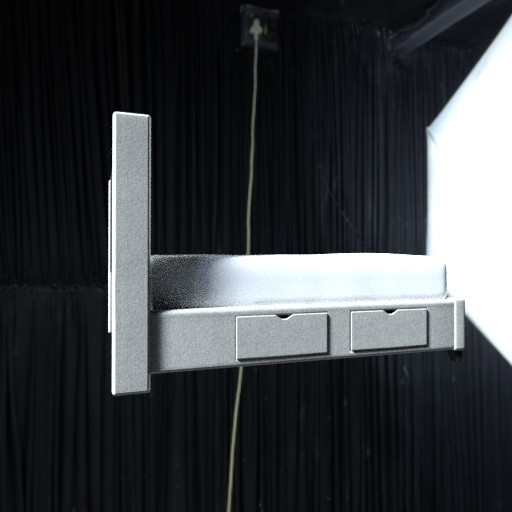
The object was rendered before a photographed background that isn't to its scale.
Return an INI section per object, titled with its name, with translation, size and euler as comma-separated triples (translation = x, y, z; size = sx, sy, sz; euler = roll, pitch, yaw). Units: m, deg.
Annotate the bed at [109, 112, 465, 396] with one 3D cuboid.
[bed]
translation = 0.000, 0.000, 3.641
size = 2.280, 1.470, 2.140
euler = 0, -1, -19
